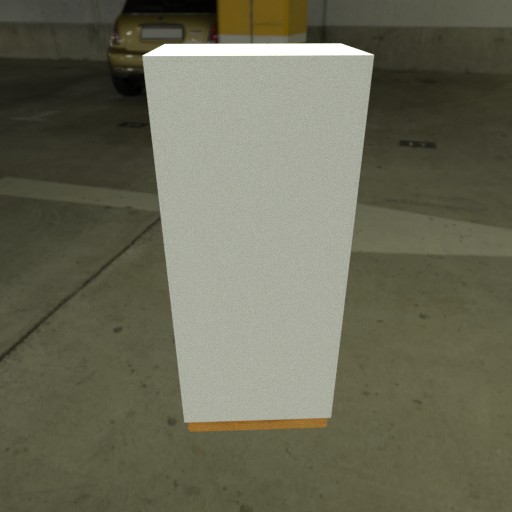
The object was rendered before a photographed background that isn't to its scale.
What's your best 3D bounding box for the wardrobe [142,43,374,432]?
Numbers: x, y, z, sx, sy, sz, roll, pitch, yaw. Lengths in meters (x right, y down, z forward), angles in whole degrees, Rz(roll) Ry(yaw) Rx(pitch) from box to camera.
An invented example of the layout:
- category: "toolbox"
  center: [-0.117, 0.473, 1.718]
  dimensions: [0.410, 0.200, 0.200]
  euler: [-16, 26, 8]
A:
- category: "wardrobe"
  center: [0.000, 0.000, 2.403]
  dimensions: [0.860, 2.040, 0.600]
  euler: [-1, 29, -2]
